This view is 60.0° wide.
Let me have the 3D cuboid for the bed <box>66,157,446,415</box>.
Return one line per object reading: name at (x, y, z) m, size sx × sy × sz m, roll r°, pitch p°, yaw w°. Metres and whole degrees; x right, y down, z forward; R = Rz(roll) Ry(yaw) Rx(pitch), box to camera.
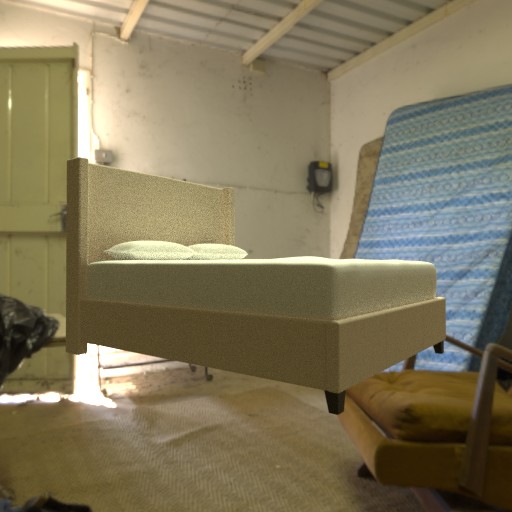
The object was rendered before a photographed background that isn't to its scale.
bed at (0.000, 0.000, 3.379) m, size 2.293 × 1.471 × 1.778 m, roll -1°, pitch -1°, yaw 38°
